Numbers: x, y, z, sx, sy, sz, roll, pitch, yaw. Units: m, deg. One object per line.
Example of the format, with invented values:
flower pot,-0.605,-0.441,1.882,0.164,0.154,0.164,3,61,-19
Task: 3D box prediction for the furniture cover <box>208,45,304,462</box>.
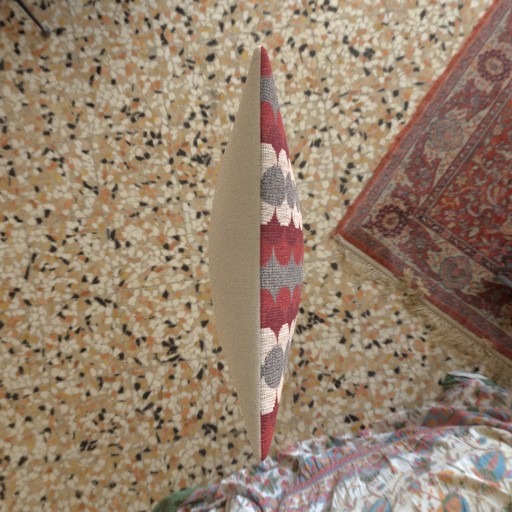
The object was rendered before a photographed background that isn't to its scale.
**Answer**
furniture cover,0.000,0.000,0.653,0.145,0.420,0.435,0,90,-1
